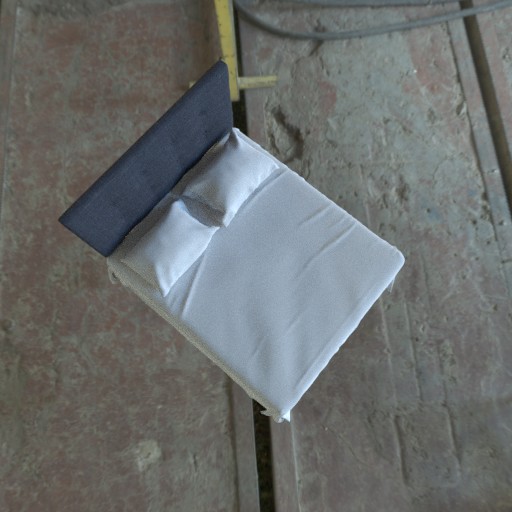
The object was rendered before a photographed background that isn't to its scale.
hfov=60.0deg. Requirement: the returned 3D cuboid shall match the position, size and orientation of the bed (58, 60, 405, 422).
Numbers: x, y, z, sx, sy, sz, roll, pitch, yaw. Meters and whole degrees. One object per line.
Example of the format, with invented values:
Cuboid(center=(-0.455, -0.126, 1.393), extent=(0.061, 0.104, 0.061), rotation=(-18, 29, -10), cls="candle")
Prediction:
Cuboid(center=(0.000, 0.000, 3.642), extent=(2.222, 1.577, 1.936), rotation=(39, 79, 9), cls="bed")
